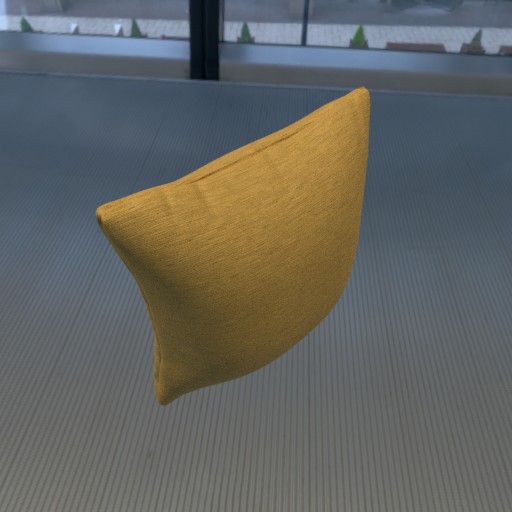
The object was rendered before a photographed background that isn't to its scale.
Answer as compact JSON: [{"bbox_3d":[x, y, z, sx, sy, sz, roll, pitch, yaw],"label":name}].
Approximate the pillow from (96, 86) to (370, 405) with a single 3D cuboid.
[{"bbox_3d":[0.000,0.000,0.692,0.435,0.417,0.247,-32,54,-27],"label":"pillow"}]
